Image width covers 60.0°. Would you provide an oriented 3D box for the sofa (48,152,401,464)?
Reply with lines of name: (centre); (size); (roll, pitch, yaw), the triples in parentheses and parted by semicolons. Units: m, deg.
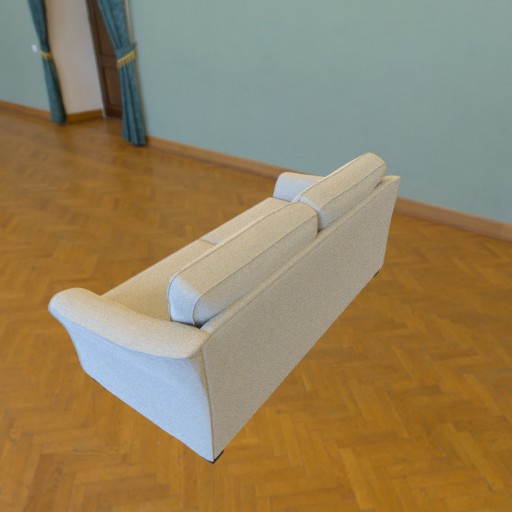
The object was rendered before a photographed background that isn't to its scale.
sofa: (0.000, 0.000, 2.751); (0.980, 0.965, 2.270); (20, 36, 30)
